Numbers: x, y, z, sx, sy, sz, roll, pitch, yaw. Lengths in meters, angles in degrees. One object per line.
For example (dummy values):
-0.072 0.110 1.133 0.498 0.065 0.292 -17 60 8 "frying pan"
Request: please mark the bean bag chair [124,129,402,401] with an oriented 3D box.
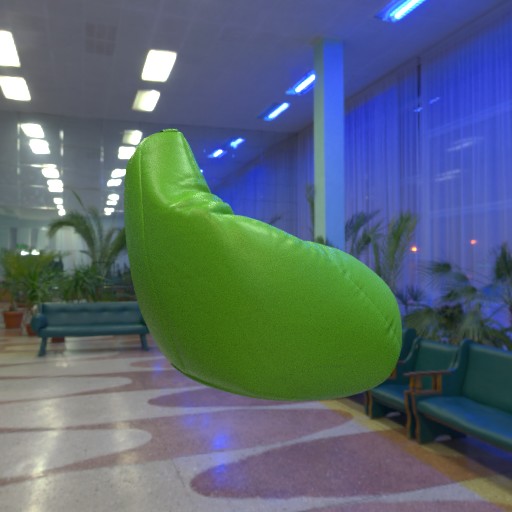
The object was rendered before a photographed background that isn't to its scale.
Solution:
0.000 0.000 1.870 1.070 0.990 1.070 0 -1 -18 "bean bag chair"
